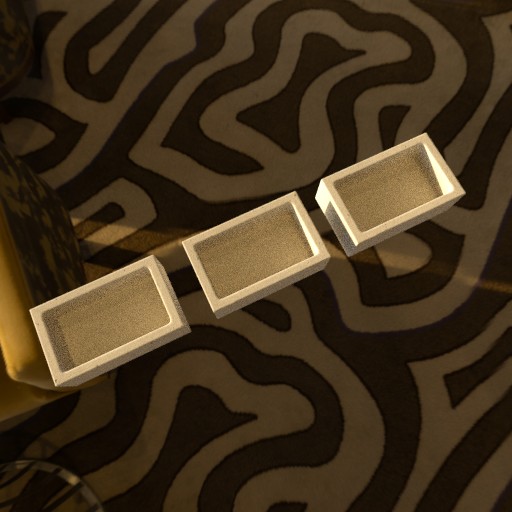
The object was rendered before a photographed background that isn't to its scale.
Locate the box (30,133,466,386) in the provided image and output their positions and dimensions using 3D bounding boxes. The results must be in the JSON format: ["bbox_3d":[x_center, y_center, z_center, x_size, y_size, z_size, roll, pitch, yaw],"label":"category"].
[{"bbox_3d":[0.000,0.000,0.482,0.461,0.051,0.082,-25,76,-7],"label":"box"}]
